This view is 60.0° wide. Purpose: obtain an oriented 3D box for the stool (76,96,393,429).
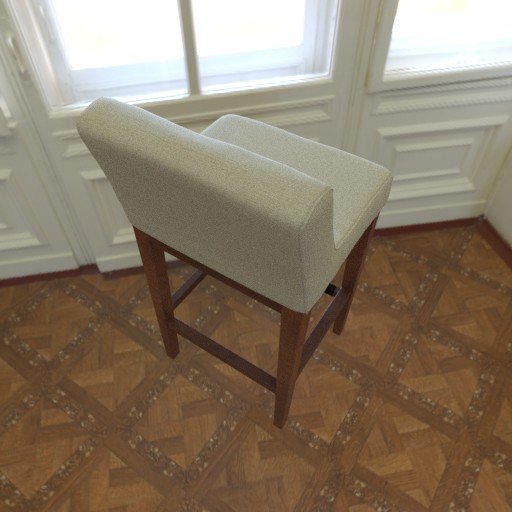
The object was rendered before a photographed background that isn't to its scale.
[{"bbox_3d":[0.000,0.000,1.199,0.511,0.937,0.500,26,53,22],"label":"stool"}]
